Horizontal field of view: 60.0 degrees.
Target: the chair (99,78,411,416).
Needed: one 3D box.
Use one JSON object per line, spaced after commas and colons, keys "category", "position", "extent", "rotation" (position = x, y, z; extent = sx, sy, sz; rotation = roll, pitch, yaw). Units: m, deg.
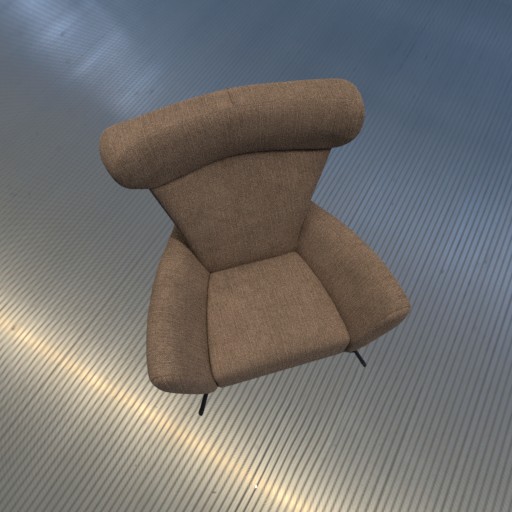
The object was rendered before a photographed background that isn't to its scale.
{"category": "chair", "position": [0.000, 0.000, 1.777], "extent": [0.980, 1.040, 0.900], "rotation": [-14, 63, -7]}
